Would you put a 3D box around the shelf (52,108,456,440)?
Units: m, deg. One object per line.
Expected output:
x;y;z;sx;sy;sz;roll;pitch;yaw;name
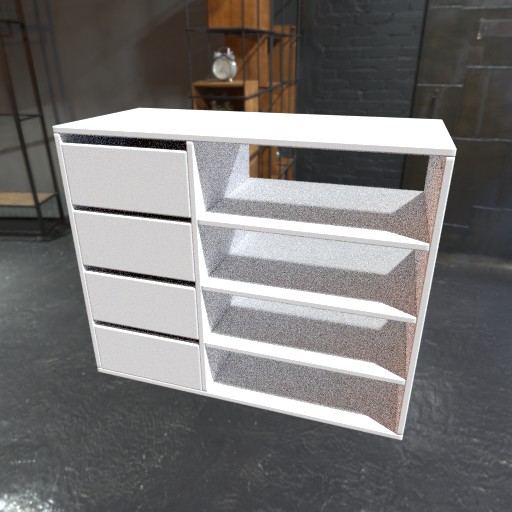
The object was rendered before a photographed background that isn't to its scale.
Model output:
0.000;0.000;1.259;0.895;0.732;0.396;7;26;16;shelf
